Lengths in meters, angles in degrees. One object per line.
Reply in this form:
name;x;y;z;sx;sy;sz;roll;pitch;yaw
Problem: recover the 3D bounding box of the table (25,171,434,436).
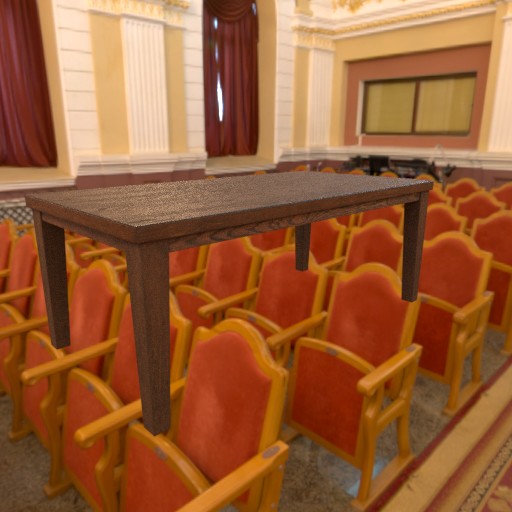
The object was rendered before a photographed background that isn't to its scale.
table;0.000;0.000;2.447;1.981;0.762;1.016;-14;21;-42
